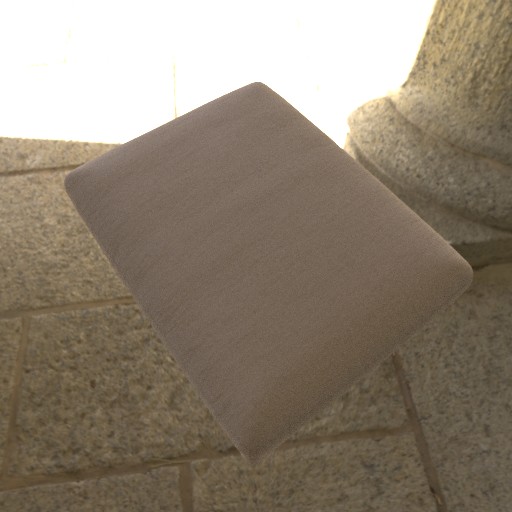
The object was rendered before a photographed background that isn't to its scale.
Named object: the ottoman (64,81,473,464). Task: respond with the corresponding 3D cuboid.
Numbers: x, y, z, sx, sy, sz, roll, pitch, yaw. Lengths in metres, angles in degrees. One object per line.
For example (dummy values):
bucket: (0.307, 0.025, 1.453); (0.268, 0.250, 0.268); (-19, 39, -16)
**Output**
ottoman: (0.000, 0.000, 1.096); (0.606, 0.420, 0.771); (-33, 65, -18)
